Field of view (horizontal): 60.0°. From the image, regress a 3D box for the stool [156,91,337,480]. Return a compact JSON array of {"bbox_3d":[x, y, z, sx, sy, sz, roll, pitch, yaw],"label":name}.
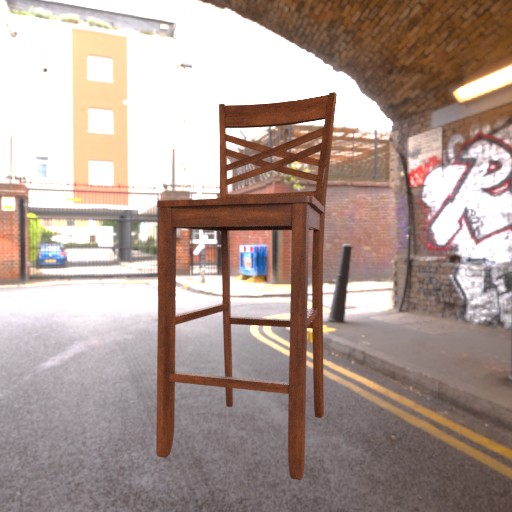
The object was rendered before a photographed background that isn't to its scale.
[{"bbox_3d":[0.000,0.000,1.371,0.433,1.105,0.487,0,1,18],"label":"stool"}]
